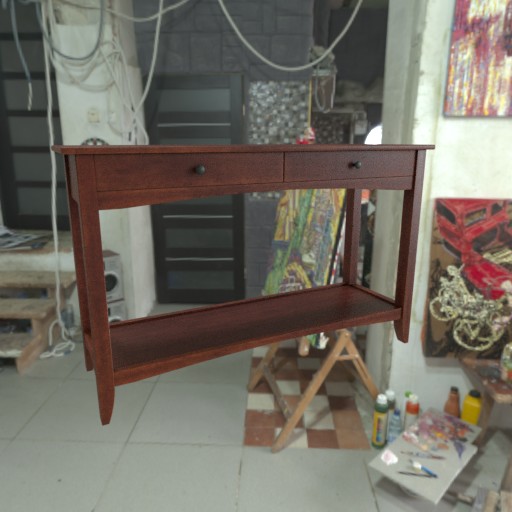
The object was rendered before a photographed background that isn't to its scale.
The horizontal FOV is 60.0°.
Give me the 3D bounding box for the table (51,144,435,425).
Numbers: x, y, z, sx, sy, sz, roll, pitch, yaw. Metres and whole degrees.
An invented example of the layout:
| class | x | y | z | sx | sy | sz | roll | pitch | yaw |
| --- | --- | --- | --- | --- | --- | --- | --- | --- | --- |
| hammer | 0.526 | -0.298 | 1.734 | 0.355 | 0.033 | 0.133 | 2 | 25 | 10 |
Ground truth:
| class | x | y | z | sx | sy | sz | roll | pitch | yaw |
| --- | --- | --- | --- | --- | --- | --- | --- | --- | --- |
| table | 0.000 | 0.000 | 1.521 | 1.188 | 0.739 | 0.392 | -7 | 16 | -26 |
